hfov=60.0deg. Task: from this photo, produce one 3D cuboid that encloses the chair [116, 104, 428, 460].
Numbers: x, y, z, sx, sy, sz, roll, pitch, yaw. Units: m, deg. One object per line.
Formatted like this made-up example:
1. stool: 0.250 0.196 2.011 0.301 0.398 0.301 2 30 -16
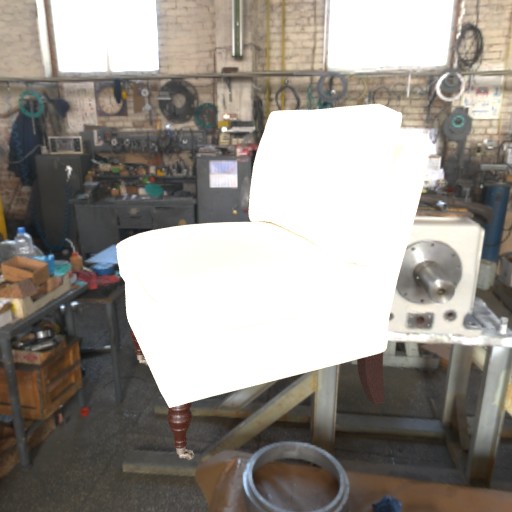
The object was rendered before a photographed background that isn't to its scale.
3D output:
1. chair: 0.000 0.000 1.389 0.781 0.887 0.630 -7 18 -24
